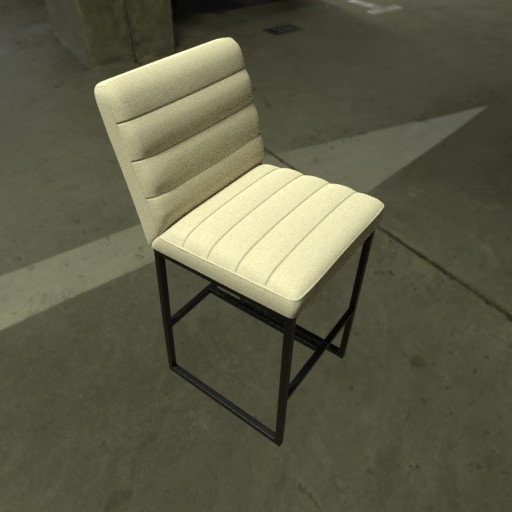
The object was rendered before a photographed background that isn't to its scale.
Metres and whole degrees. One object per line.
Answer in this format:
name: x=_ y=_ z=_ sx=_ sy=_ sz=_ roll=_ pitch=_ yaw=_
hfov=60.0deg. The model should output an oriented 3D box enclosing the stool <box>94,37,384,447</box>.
stool: x=0.000 y=0.000 z=1.306 sx=0.560 sy=1.040 sz=0.460 roll=26 pitch=48 yaw=26
